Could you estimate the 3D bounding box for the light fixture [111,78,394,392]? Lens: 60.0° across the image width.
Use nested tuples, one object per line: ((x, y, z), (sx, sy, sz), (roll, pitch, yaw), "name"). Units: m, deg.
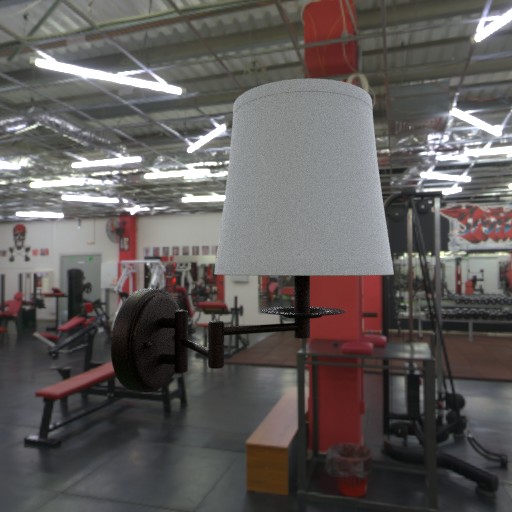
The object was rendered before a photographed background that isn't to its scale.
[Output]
((0.000, 0.000, 0.264), (0.157, 0.172, 0.100), (-1, -2, 19), "light fixture")
